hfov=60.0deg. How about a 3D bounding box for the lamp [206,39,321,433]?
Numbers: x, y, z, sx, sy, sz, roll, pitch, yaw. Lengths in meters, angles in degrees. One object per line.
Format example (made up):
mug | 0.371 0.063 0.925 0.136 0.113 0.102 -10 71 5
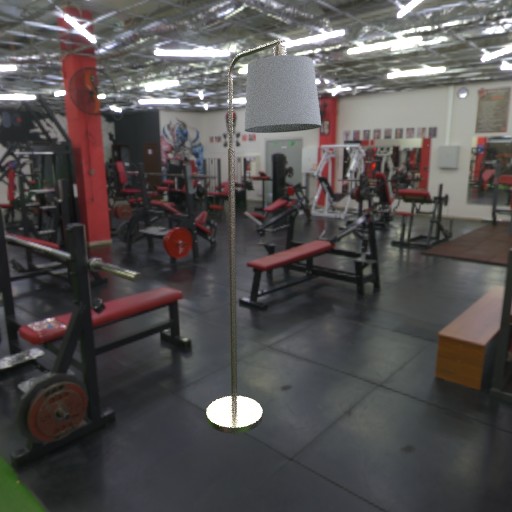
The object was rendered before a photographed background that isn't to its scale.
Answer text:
lamp | 0.000 0.000 1.678 0.508 1.478 0.254 12 18 43
